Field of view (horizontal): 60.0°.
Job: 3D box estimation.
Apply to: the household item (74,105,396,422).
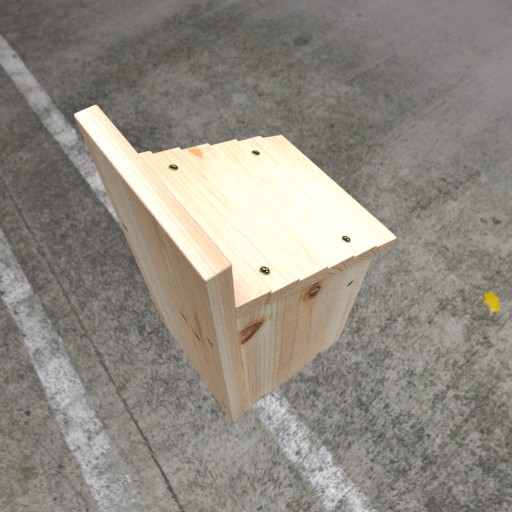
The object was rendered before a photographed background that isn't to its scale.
[{"bbox_3d":[0.000,0.000,0.393,0.171,0.300,0.149,-32,63,-19],"label":"household item"}]
